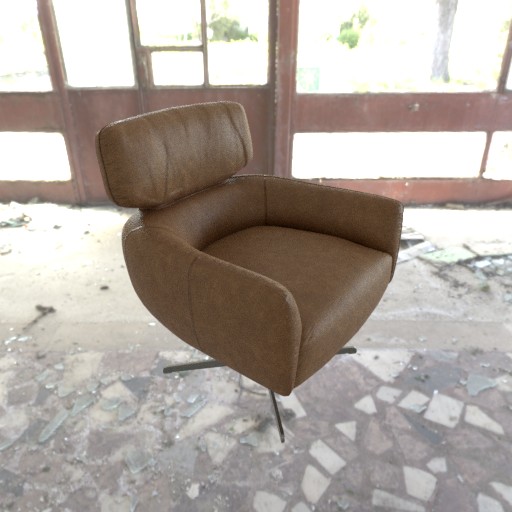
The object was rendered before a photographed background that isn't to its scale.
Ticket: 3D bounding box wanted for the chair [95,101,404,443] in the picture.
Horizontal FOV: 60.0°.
[{"bbox_3d":[0.000,0.000,1.351,0.715,0.812,0.706,19,33,31],"label":"chair"}]
